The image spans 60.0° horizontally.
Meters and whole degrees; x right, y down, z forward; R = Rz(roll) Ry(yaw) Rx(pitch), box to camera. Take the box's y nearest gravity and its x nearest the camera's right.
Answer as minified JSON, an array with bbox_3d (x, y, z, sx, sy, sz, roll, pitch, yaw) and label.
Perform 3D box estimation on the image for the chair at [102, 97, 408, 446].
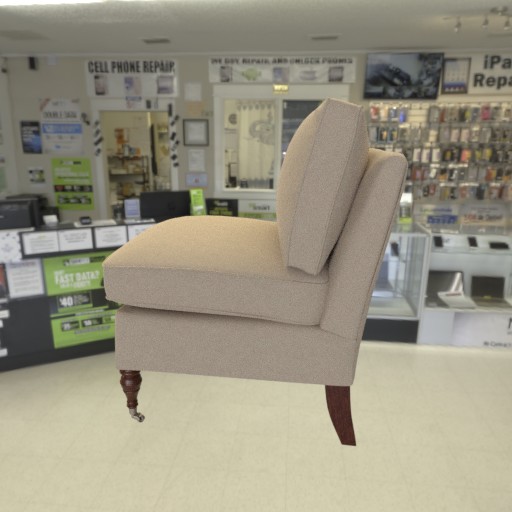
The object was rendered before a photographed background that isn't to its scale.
[{"bbox_3d":[0.000,0.000,1.643,0.912,1.052,0.724,2,15,8],"label":"chair"}]
